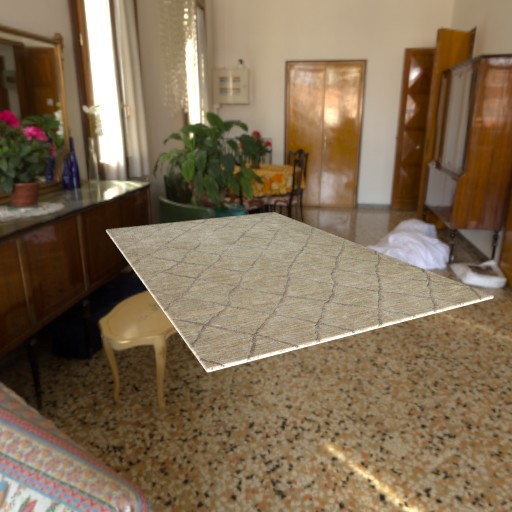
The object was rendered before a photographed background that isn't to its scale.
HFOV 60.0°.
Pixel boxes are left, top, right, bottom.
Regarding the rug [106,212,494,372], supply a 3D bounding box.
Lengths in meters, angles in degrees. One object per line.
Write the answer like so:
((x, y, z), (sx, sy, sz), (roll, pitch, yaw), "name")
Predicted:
((0.000, 0.000, 2.865), (1.521, 0.015, 2.280), (-8, 19, -25), "rug")
